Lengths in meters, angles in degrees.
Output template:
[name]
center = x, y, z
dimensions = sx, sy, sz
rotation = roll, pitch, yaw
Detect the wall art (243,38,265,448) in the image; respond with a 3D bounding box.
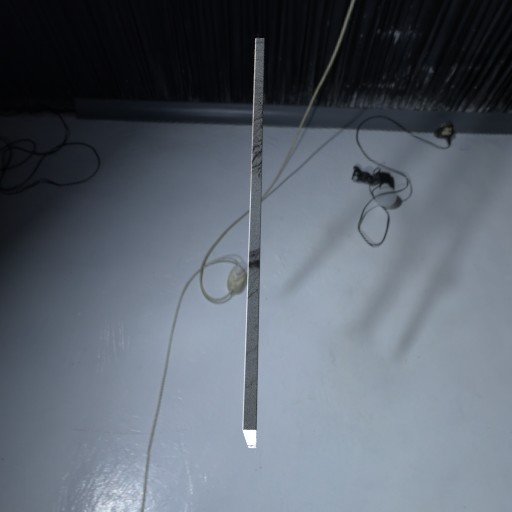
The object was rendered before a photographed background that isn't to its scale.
[wall art]
center = 0.000, 0.000, 1.181
dimensions = 0.023, 0.607, 0.914
rotation = 1, 64, 1
